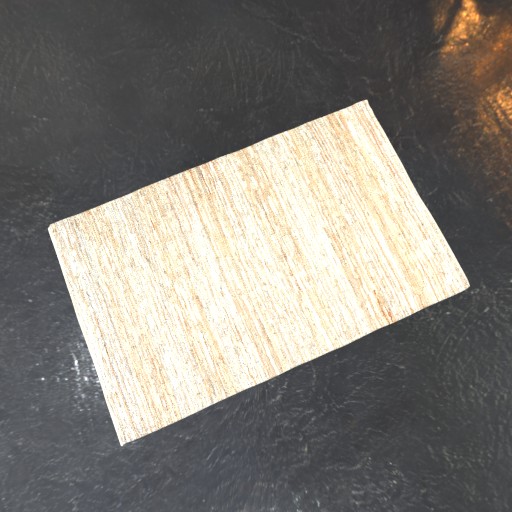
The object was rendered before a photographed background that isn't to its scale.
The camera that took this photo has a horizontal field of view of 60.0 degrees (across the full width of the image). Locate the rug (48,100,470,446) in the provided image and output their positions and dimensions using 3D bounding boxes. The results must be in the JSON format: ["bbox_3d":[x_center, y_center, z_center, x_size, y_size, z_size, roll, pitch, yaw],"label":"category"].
[{"bbox_3d":[0.000,0.000,2.967,2.446,0.009,1.529,-23,77,-6],"label":"rug"}]
